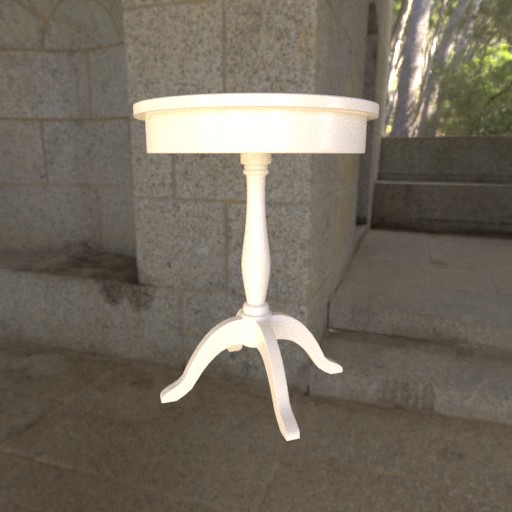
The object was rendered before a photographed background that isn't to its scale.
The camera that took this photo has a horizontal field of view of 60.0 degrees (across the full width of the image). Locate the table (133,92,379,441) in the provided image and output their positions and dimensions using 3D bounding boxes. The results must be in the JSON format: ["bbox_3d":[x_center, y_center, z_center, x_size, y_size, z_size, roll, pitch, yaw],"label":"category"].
[{"bbox_3d":[0.000,0.000,1.028,0.513,0.653,0.513,0,13,0],"label":"table"}]
